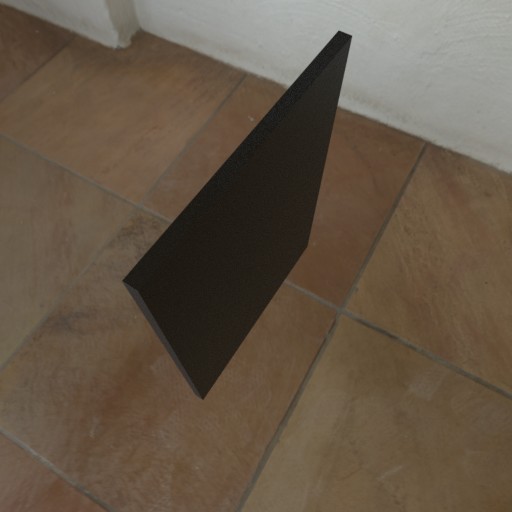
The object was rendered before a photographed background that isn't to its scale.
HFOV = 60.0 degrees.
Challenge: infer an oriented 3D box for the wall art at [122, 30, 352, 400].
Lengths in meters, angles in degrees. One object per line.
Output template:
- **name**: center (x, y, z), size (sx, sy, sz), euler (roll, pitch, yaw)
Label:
- **wall art**: center (0.000, 0.000, 1.398), size (0.038, 1.062, 0.806), euler (30, 66, 15)
